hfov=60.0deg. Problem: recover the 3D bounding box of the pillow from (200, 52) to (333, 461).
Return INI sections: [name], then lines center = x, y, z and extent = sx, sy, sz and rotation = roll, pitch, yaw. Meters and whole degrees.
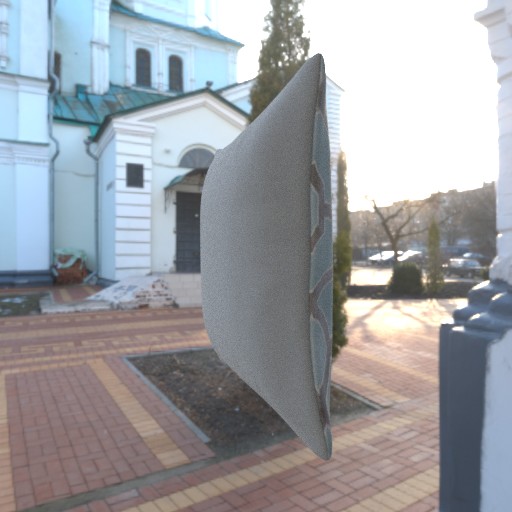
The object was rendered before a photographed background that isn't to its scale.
[pillow]
center = 0.000, 0.000, 0.807
extent = 0.166, 0.508, 0.552
rotation = 0, 0, -18
